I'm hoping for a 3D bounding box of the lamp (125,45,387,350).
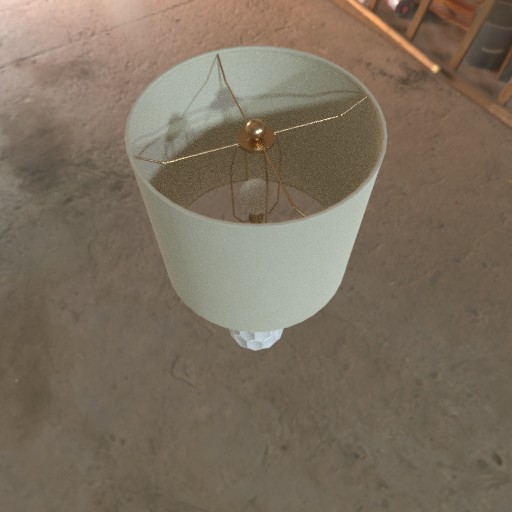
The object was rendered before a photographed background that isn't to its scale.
[{"bbox_3d":[0.000,0.000,0.699,0.277,0.537,0.277,15,59,9],"label":"lamp"}]
